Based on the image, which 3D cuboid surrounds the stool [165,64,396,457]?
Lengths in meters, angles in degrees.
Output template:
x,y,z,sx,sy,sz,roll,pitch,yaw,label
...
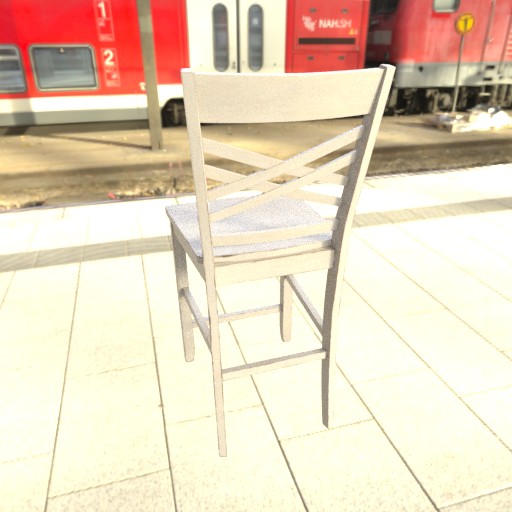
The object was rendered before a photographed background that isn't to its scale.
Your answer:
x,y,z,sx,sy,sz,roll,pitch,yaw,label
0.000,0.000,1.337,0.462,1.079,0.539,-8,27,-16,stool
